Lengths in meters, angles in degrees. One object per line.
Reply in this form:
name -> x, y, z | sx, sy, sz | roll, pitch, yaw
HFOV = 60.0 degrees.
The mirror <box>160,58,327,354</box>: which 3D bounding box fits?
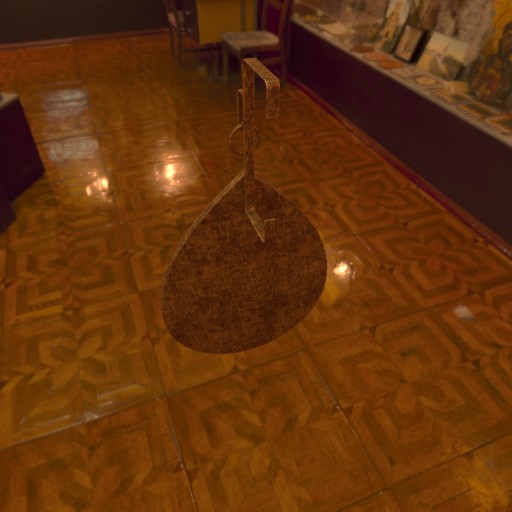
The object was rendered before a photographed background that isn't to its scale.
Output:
mirror -> 0.000, 0.000, 0.895 | 0.405, 0.744, 0.144 | -13, 43, -14
